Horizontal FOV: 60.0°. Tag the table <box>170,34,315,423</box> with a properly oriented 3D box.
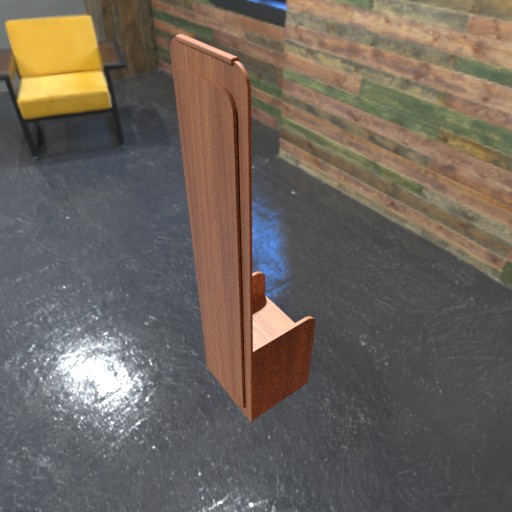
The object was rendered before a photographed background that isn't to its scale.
[{"bbox_3d":[0.000,0.000,1.999,0.420,1.830,0.450,-25,46,-27],"label":"table"}]
